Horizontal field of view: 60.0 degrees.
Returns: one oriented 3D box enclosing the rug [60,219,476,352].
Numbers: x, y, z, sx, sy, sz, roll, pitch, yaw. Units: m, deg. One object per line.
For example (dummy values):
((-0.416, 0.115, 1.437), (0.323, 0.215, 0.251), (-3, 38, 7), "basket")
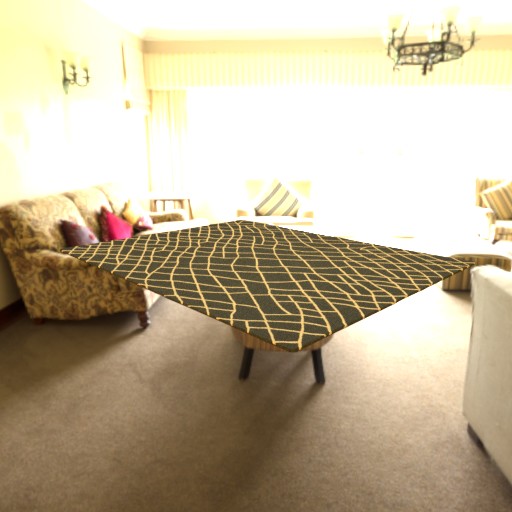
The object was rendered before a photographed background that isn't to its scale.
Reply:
((0.000, 0.000, 4.114), (2.439, 0.022, 3.047), (-14, 20, -42), "rug")
